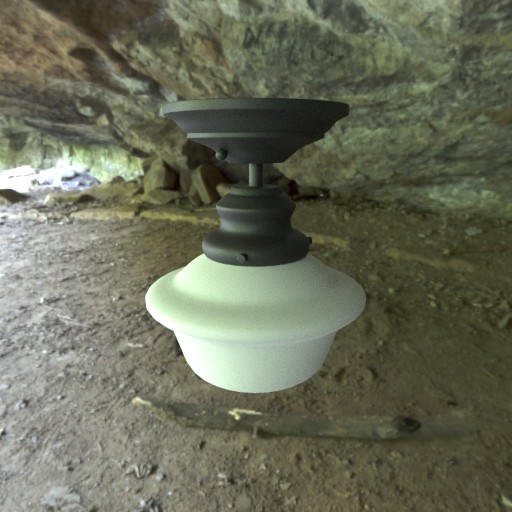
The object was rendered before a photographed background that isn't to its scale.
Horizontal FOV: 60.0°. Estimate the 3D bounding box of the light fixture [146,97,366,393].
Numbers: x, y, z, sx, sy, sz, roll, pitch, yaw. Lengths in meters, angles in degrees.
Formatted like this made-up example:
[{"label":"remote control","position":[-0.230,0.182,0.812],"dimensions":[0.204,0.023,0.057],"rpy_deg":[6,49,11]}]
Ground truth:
[{"label":"light fixture","position":[0.000,0.000,0.397],"dimensions":[0.197,0.254,0.197],"rpy_deg":[0,14,0]}]
